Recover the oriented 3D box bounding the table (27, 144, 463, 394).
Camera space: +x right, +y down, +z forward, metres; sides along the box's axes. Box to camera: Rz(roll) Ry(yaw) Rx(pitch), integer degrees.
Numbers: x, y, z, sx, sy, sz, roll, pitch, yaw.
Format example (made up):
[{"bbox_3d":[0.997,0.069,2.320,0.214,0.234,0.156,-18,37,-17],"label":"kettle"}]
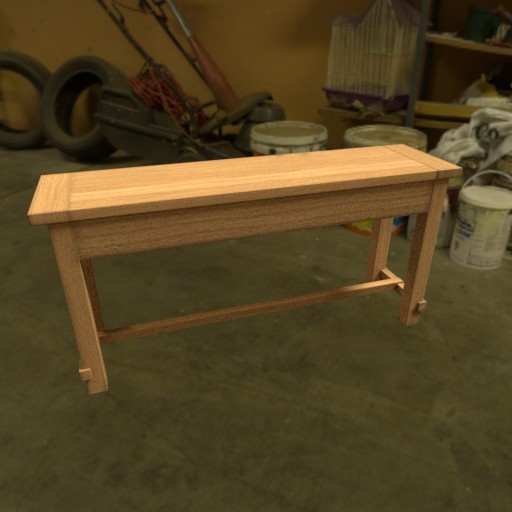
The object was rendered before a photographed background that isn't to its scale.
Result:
[{"bbox_3d":[0.000,0.000,1.918,1.599,0.762,0.442,-9,29,-16],"label":"table"}]
